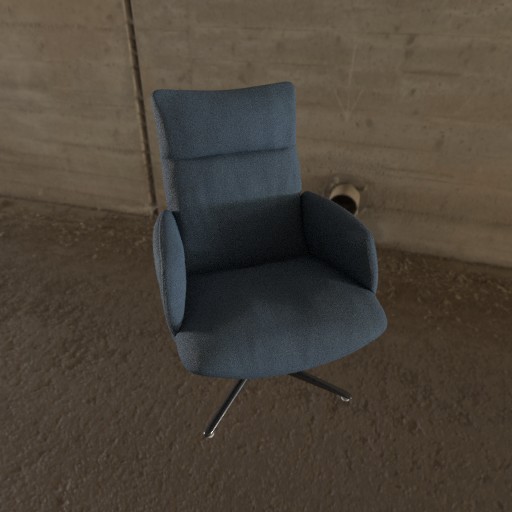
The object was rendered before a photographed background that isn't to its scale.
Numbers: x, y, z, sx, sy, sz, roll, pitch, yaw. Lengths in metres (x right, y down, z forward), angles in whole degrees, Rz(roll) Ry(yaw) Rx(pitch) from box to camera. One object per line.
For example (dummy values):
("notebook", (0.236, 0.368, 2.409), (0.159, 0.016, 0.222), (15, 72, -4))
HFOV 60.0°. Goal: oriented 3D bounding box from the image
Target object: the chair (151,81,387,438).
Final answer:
("chair", (0.000, 0.000, 1.582), (0.711, 1.016, 0.889), (-9, 34, -15))
